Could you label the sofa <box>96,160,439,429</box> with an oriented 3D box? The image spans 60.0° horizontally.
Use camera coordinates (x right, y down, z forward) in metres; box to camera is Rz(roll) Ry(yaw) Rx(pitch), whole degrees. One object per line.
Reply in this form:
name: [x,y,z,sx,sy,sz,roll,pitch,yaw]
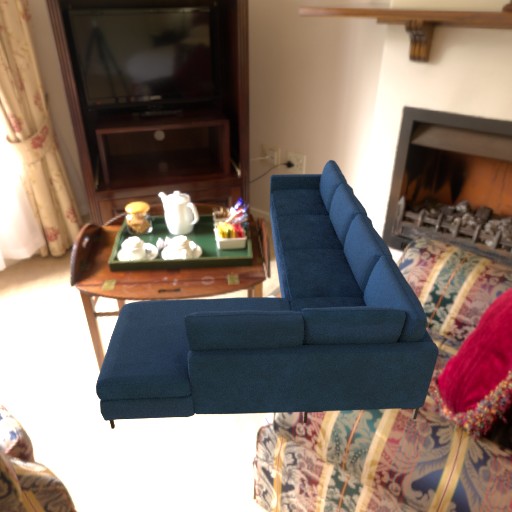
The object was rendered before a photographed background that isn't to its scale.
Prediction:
sofa: [0.000,0.000,3.251,1.707,0.687,2.486,-1,31,-2]
